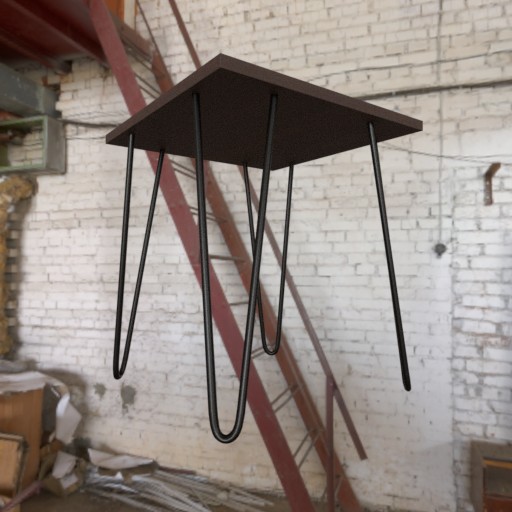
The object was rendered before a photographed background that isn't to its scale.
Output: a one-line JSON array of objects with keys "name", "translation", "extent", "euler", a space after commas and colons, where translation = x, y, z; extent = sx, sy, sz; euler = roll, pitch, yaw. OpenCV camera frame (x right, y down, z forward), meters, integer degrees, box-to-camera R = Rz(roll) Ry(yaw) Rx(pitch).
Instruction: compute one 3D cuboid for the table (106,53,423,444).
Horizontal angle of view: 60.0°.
[{"name": "table", "translation": [0.000, 0.000, 0.965], "extent": [0.495, 0.559, 0.495], "euler": [1, -1, -37]}]
